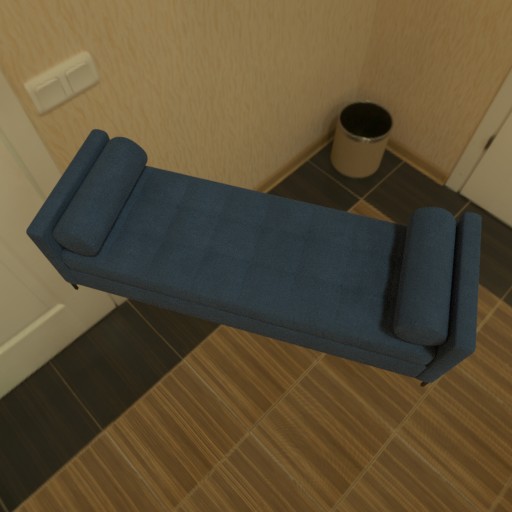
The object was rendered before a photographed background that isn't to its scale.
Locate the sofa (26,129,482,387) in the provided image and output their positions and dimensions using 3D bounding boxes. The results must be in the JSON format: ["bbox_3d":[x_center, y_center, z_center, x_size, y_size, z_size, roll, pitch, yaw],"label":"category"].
[{"bbox_3d":[0.000,0.000,2.278,1.981,0.635,0.686,14,61,8],"label":"sofa"}]
